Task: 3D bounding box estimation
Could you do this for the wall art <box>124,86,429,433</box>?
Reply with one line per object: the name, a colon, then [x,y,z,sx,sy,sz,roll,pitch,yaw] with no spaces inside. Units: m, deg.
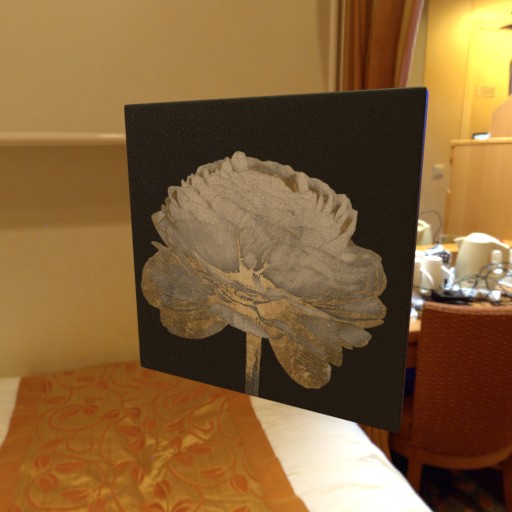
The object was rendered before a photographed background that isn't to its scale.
wall art: [0.000,0.000,0.904,0.610,0.611,0.043,6,14,25]
